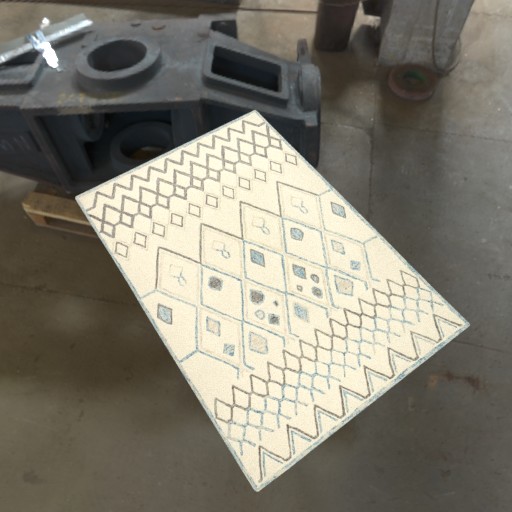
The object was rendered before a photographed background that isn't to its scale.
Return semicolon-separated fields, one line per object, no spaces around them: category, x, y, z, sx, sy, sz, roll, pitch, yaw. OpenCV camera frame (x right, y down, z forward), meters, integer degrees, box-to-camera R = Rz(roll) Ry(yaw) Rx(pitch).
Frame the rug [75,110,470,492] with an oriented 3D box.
rug;0.000;0.000;2.337;1.260;0.009;1.820;-31;64;-17
